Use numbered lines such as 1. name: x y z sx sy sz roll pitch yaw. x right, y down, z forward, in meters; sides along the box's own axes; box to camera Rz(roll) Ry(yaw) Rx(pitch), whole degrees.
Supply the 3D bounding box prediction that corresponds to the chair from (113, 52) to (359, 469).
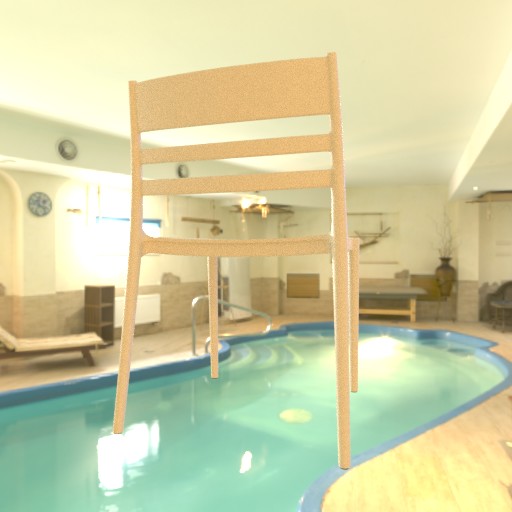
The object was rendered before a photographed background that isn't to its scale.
1. chair: 0.000 0.000 1.139 0.531 0.800 0.511 0 1 18
